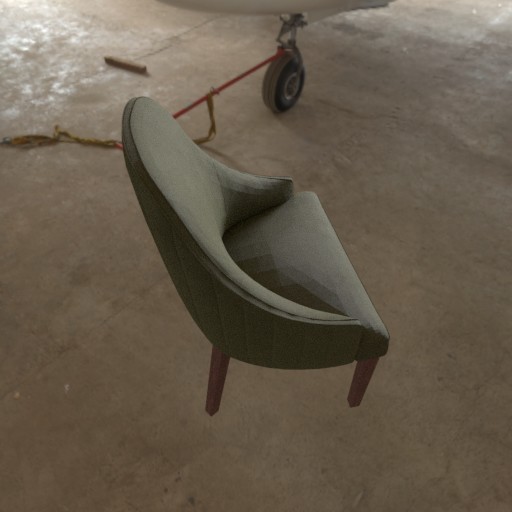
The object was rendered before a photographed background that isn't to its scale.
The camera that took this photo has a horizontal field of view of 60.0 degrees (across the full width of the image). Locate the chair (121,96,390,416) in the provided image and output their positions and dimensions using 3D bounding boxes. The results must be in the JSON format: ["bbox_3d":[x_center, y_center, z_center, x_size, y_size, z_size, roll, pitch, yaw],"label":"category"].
[{"bbox_3d":[0.000,0.000,1.256,0.575,0.889,0.643,-9,47,-9],"label":"chair"}]
